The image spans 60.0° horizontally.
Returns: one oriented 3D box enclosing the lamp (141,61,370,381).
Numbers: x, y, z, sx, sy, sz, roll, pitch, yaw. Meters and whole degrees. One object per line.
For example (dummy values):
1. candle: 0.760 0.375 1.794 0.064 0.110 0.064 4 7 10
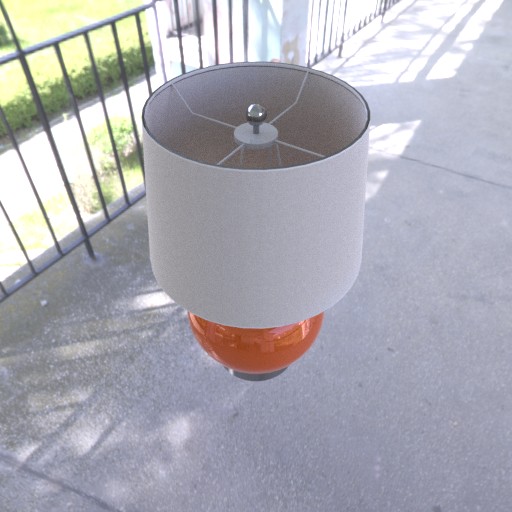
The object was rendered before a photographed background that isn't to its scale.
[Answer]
1. lamp: 0.000 0.000 0.539 0.247 0.387 0.247 0 45 0
